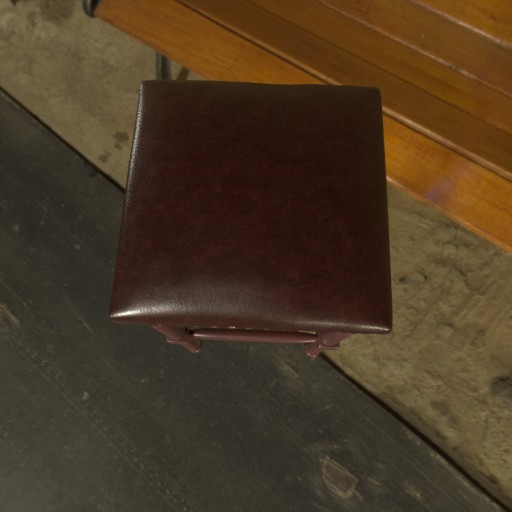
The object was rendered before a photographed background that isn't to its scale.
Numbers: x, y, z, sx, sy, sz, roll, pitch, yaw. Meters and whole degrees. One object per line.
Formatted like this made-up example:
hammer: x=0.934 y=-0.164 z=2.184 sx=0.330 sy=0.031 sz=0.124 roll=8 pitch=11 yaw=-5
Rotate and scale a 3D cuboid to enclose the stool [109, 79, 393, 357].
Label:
stool: x=0.000 y=0.000 z=0.925 sx=0.382 sy=0.702 sz=0.383 roll=2 pitch=73 yaw=1
